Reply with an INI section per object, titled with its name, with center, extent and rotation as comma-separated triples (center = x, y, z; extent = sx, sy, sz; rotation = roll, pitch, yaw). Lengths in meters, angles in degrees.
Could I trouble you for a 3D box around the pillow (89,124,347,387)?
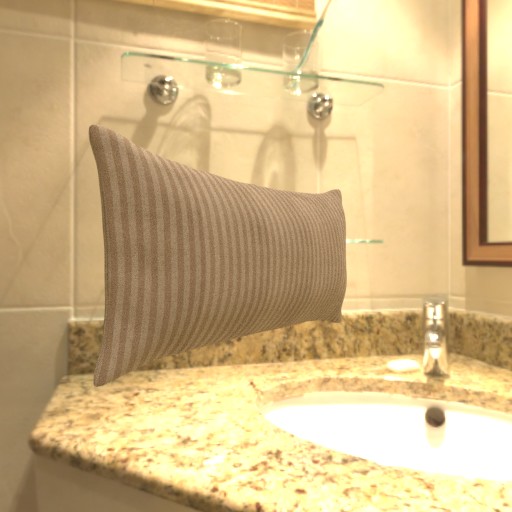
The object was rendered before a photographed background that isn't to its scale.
[pillow]
center = 0.000, 0.000, 0.738
extent = 0.151, 0.295, 0.617
rotation = 0, 0, 37
